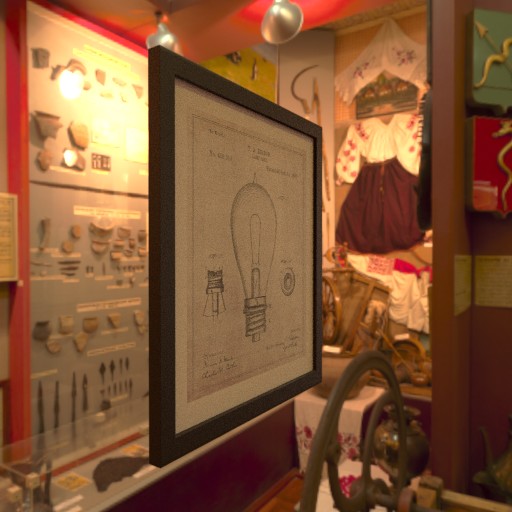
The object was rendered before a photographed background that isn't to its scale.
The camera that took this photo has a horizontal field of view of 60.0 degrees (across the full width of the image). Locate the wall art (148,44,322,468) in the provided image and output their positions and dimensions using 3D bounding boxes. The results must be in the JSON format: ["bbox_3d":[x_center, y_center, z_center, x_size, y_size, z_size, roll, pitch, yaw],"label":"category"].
[{"bbox_3d":[0.000,0.000,0.714,0.021,0.509,0.430,0,1,35],"label":"wall art"}]
